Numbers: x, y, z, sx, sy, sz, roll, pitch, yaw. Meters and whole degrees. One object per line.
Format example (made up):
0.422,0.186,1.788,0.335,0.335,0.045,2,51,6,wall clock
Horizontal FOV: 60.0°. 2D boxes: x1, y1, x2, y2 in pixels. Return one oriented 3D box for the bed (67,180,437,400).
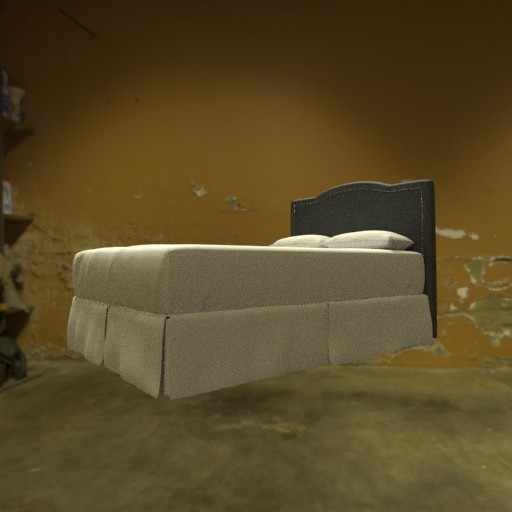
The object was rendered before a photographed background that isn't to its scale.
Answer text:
0.000,0.000,3.549,2.507,1.441,1.747,1,-1,-38,bed
